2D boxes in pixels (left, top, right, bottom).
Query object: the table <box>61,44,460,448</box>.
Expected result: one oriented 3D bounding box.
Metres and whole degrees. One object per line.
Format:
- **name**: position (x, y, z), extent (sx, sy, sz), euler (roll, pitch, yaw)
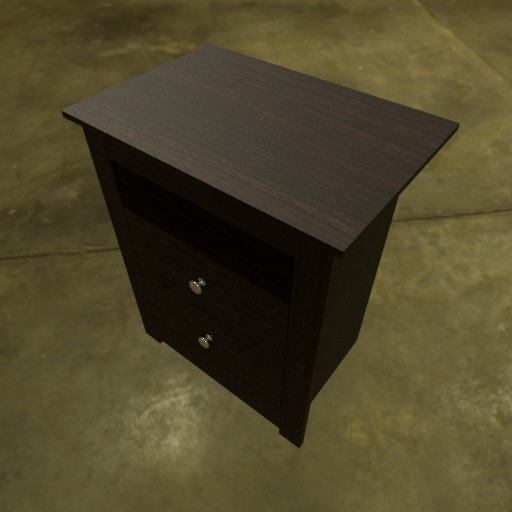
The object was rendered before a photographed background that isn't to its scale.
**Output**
- **table**: position (0.000, 0.000, 1.046), extent (0.591, 0.711, 0.406), euler (29, 52, 25)
